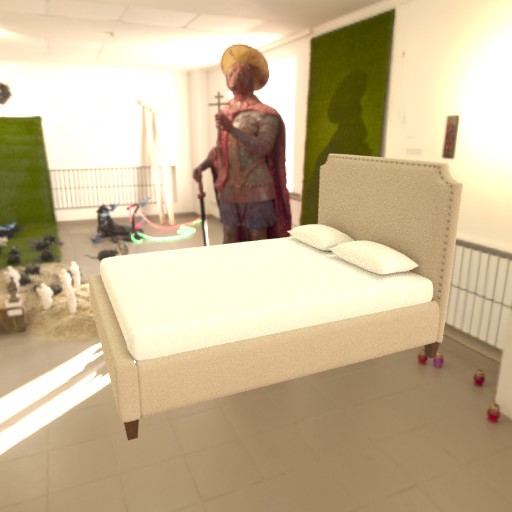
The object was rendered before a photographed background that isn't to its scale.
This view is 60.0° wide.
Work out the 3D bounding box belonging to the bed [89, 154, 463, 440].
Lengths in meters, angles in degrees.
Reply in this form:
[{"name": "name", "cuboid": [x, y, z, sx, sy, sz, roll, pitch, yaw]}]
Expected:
[{"name": "bed", "cuboid": [0.000, 0.000, 3.433, 2.372, 1.443, 1.713, -7, 17, -24]}]
